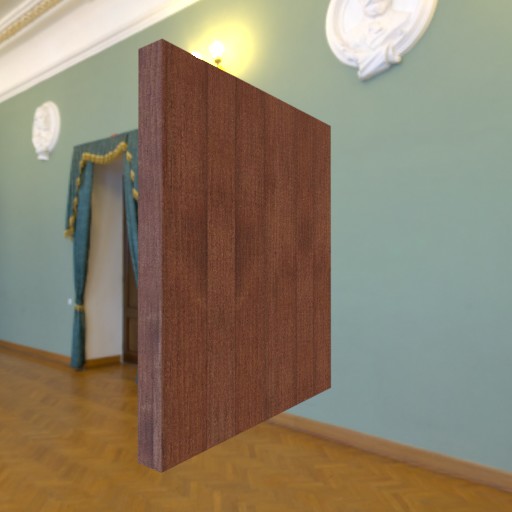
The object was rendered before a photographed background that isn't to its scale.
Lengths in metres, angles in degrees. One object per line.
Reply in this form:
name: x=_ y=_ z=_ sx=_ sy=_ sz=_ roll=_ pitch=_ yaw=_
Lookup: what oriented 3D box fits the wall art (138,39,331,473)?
wall art: x=0.000 y=0.000 z=0.621 sx=0.039 sy=0.449 sz=0.377 roll=0 pitch=0 yaw=37
